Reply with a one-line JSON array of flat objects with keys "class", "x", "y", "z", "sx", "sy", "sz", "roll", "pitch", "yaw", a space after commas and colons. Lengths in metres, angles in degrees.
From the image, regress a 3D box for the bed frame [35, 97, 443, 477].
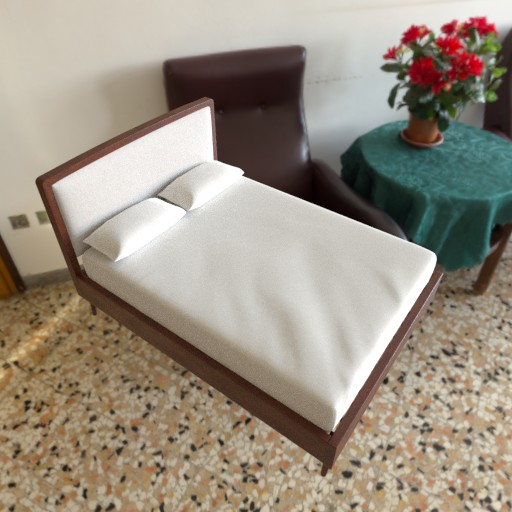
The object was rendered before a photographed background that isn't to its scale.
[{"class": "bed frame", "x": 0.000, "y": 0.000, "z": 3.081, "sx": 2.171, "sy": 1.279, "sz": 1.587, "roll": 26, "pitch": 48, "yaw": 26}]
